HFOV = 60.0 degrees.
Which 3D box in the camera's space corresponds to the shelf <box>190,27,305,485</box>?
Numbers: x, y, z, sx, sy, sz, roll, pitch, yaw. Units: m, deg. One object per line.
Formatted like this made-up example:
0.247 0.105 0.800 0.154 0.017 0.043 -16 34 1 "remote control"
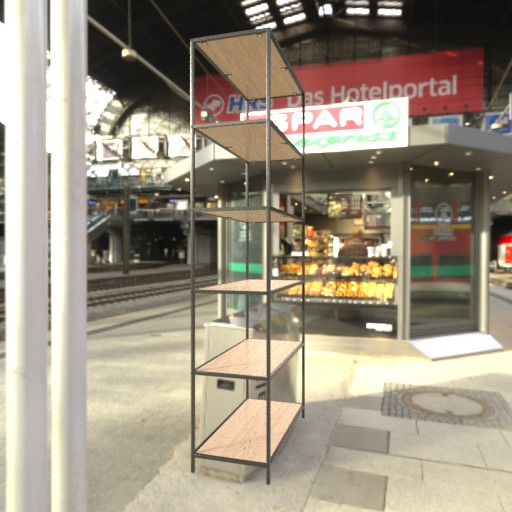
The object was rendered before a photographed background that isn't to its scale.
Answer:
0.000 0.000 2.208 0.350 1.850 0.770 0 0 17 "shelf"
